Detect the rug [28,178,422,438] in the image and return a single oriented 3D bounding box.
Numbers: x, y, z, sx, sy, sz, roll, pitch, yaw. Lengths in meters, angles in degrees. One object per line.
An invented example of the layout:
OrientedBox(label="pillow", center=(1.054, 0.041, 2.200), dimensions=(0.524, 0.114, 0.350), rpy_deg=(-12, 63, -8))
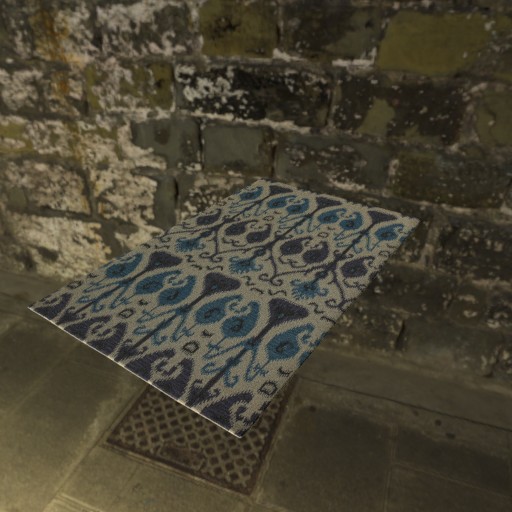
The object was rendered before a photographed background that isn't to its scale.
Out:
OrientedBox(label="rug", center=(0.000, 0.000, 2.116), dimensions=(1.072, 0.013, 1.698), rpy_deg=(20, 37, 29))
